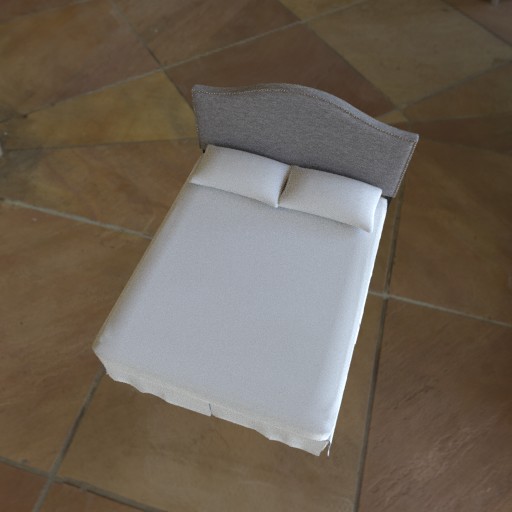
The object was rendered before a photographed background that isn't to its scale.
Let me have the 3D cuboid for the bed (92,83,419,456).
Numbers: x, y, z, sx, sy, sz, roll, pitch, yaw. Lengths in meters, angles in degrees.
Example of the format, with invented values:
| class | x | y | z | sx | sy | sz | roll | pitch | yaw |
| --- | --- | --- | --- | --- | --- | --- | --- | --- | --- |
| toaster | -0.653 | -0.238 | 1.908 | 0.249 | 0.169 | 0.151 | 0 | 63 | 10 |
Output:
| class | x | y | z | sx | sy | sz | roll | pitch | yaw |
| --- | --- | --- | --- | --- | --- | --- | --- | --- | --- |
| bed | 0.000 | 0.000 | 2.904 | 1.610 | 1.295 | 1.870 | 16 | 59 | 10 |
